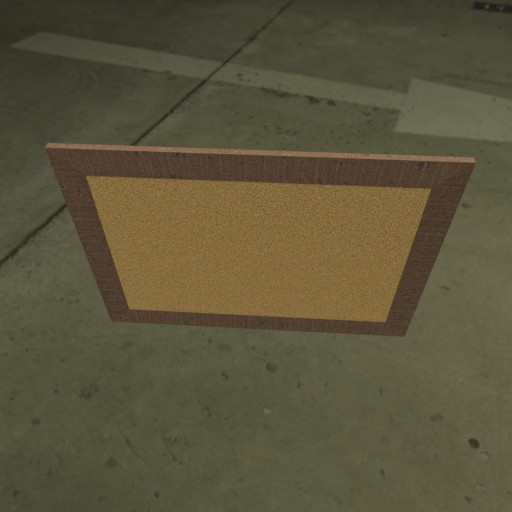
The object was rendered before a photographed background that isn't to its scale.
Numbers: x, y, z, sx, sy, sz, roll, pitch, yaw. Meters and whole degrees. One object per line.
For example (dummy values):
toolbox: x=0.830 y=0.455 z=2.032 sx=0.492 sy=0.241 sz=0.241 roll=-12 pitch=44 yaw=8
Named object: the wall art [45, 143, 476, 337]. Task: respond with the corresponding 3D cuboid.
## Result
wall art: x=0.000 y=0.000 z=1.169 sx=0.917 sy=0.626 sz=0.019 roll=3 pitch=45 yaw=3
